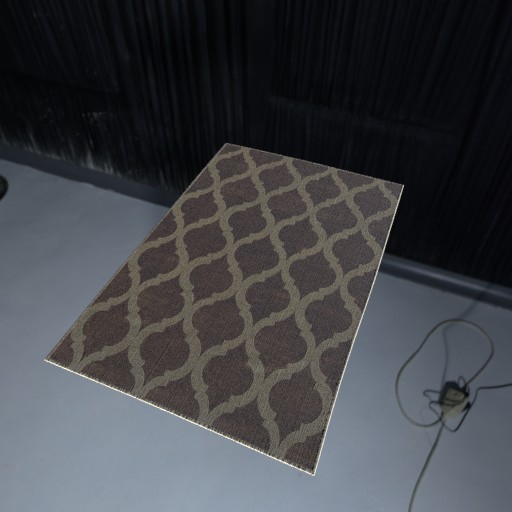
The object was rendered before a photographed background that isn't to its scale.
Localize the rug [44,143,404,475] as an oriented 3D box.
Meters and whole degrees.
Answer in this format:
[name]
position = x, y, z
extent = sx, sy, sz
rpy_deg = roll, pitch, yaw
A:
[rug]
position = 0.000, 0.000, 2.895
extent = 1.522, 0.008, 2.284
rpy_deg = 17, 49, 15
